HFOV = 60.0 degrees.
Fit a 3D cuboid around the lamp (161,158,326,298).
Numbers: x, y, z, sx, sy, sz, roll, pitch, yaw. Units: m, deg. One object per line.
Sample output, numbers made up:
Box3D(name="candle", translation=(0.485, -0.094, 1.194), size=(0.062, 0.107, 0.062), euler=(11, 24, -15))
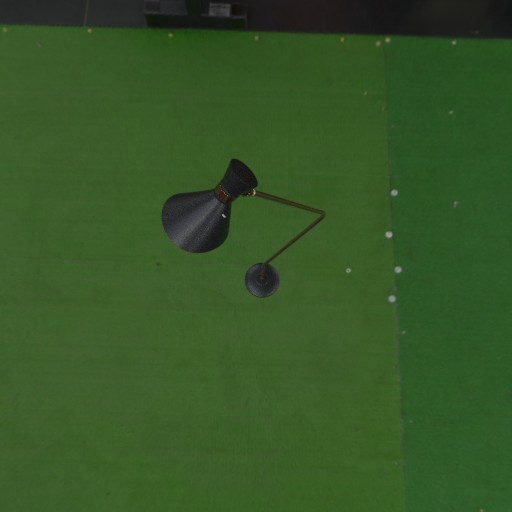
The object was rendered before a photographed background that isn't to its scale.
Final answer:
Box3D(name="lamp", translation=(0.000, 0.000, 1.665), size=(0.467, 1.438, 0.277), euler=(4, 76, 1))
